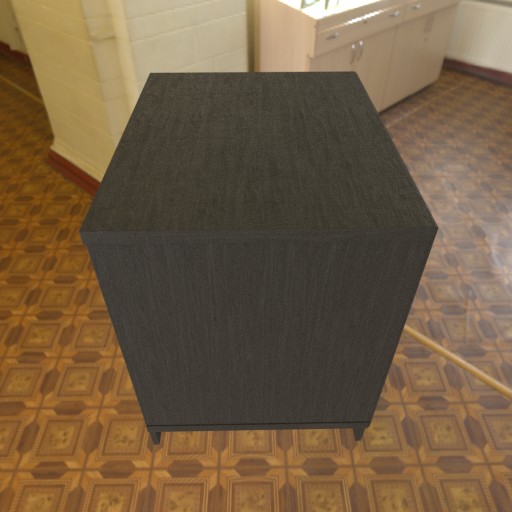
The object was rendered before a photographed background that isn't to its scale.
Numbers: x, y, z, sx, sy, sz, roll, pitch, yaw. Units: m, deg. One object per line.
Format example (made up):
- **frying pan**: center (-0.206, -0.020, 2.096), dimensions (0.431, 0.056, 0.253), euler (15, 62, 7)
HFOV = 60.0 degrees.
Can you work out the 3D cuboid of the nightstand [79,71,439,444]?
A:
- **nightstand**: center (0.000, 0.000, 0.733), dimensions (0.347, 0.448, 0.427), euler (-1, 42, -1)
